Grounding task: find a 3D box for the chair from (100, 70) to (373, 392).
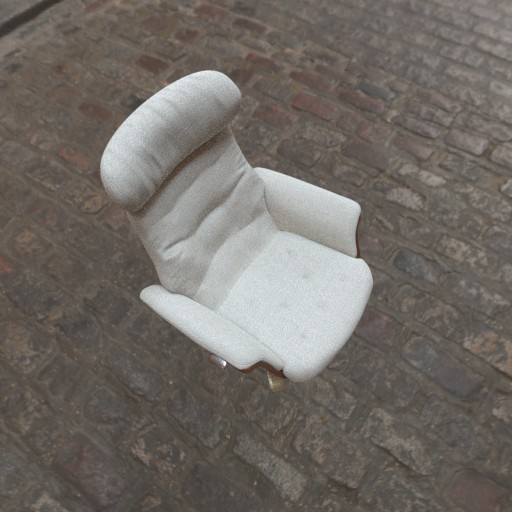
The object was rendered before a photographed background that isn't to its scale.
[{"bbox_3d":[0.000,0.000,1.587,0.837,0.995,0.785,31,64,17],"label":"chair"}]
